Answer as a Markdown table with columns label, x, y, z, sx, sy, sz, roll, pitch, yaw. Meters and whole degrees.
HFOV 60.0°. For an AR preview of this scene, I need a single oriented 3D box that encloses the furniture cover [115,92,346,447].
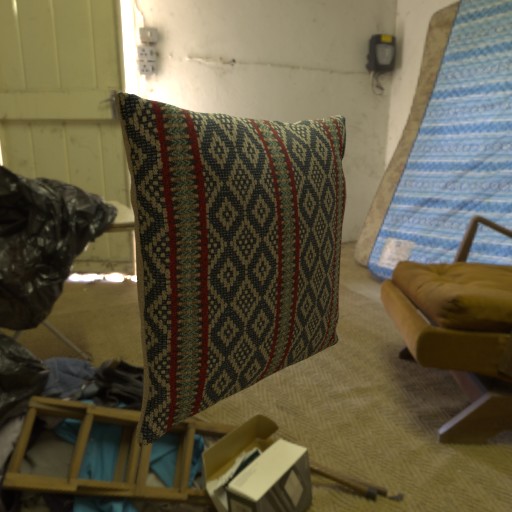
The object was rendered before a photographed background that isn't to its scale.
| label | x | y | z | sx | sy | sz | roll | pitch | yaw |
| --- | --- | --- | --- | --- | --- | --- | --- | --- | --- |
| furniture cover | 0.000 | 0.000 | 0.668 | 0.139 | 0.431 | 0.431 | 13 | 18 | 43 |
